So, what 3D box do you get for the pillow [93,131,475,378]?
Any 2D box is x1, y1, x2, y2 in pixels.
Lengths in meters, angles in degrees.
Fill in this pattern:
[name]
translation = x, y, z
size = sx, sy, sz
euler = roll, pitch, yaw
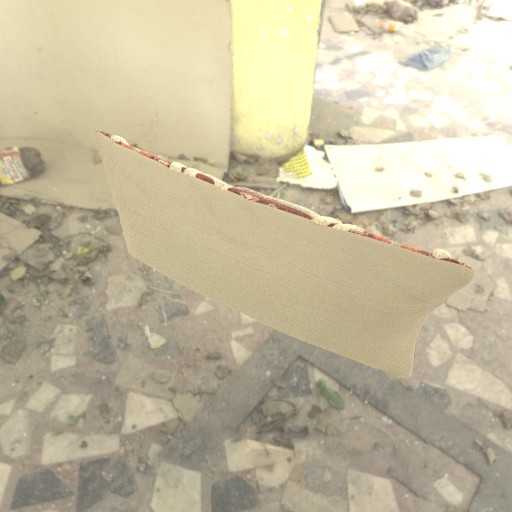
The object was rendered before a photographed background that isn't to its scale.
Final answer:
[pillow]
translation = 0.000, 0.000, 0.734
size = 0.608, 0.295, 0.161
euler = 22, 51, 19
